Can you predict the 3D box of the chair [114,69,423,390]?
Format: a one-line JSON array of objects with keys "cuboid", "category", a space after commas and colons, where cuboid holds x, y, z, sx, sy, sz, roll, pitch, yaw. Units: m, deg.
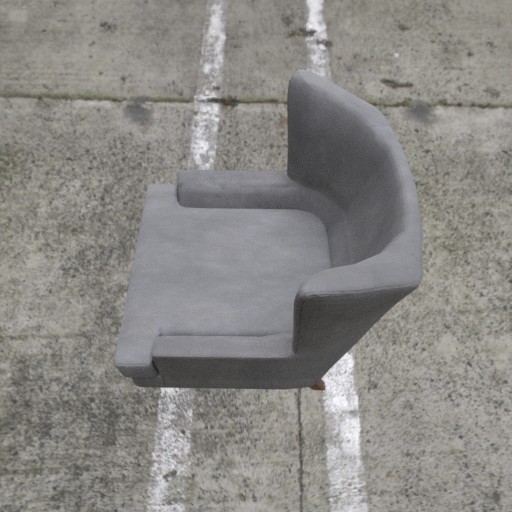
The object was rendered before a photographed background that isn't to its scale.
[{"cuboid": [0.000, 0.000, 1.557, 0.906, 0.950, 0.784, 1, 58, 0], "category": "chair"}]
